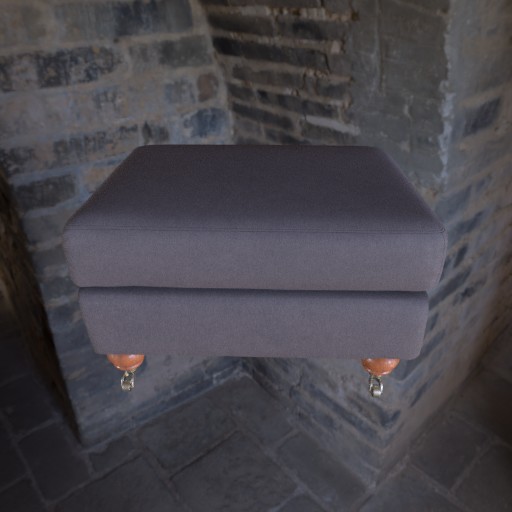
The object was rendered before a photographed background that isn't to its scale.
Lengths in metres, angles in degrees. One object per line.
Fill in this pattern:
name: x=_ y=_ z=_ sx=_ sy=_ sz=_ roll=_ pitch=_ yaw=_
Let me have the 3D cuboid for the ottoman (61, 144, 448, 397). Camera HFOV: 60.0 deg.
ottoman: x=0.000 y=0.000 z=1.173 sx=0.773 sy=0.497 sz=0.574 roll=1 pitch=30 yaw=1
